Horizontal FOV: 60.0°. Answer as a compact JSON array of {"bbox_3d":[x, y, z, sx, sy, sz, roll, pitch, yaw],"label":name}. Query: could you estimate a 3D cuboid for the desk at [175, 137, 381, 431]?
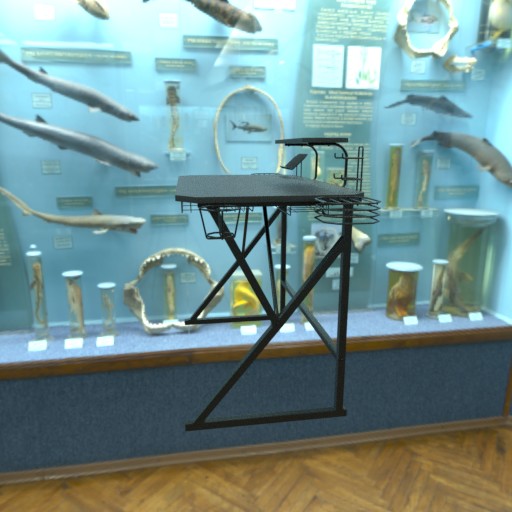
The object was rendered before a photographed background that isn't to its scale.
[{"bbox_3d":[0.000,0.000,1.724,0.580,0.880,1.290,-2,14,-9],"label":"desk"}]
